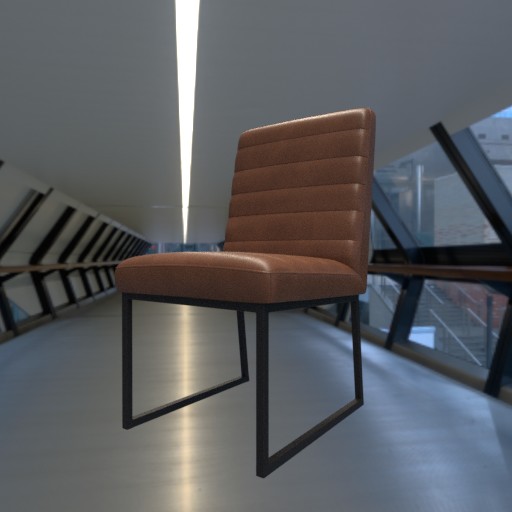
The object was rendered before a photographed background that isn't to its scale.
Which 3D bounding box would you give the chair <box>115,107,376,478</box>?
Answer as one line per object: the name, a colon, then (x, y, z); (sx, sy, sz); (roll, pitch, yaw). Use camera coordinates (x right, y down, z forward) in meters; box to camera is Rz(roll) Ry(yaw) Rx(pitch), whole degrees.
chair: (0.000, 0.000, 1.303); (0.520, 0.930, 0.634); (0, 1, 35)
